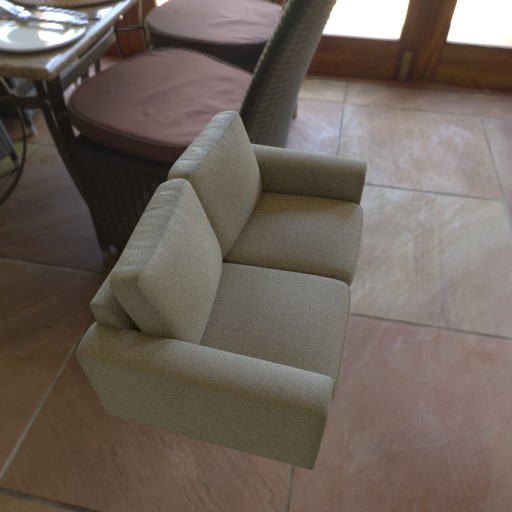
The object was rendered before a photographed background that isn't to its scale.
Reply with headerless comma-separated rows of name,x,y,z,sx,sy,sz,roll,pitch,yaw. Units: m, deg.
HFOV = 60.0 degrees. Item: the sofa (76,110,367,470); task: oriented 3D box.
sofa,0.000,0.000,2.231,1.016,0.873,1.616,11,47,10
